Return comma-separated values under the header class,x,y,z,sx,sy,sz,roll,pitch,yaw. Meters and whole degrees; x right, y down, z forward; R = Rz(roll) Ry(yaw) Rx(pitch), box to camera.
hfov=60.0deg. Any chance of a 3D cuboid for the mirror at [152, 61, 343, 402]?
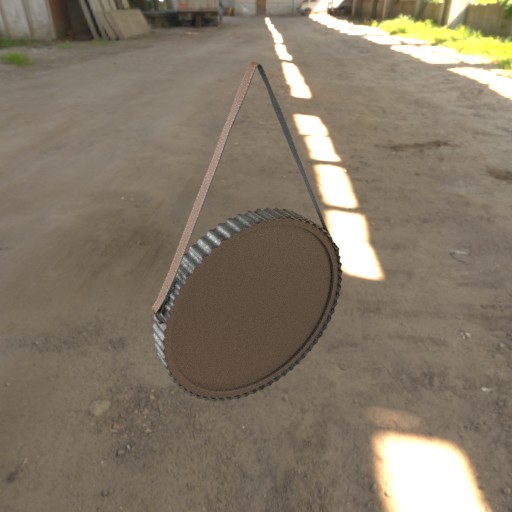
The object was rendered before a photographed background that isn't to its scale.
class,x,y,z,sx,sy,sz,roll,pitch,yaw
mirror,0.000,0.000,0.703,0.355,0.568,0.042,-18,35,-28
